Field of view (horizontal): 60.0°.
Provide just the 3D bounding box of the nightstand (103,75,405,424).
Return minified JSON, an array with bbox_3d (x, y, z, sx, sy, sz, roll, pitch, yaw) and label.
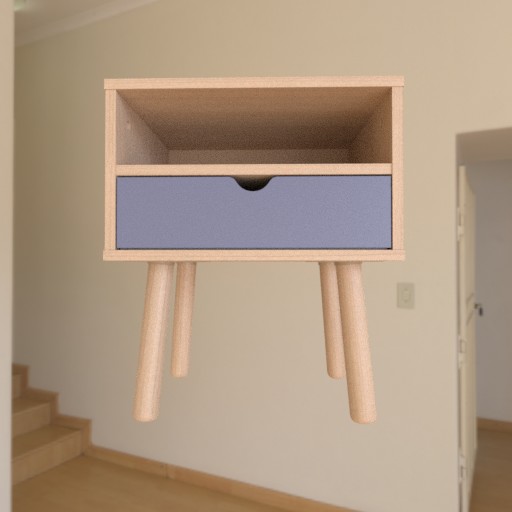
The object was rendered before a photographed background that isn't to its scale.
[{"bbox_3d":[0.000,0.000,0.850,0.450,0.530,0.380,0,-1,1],"label":"nightstand"}]
